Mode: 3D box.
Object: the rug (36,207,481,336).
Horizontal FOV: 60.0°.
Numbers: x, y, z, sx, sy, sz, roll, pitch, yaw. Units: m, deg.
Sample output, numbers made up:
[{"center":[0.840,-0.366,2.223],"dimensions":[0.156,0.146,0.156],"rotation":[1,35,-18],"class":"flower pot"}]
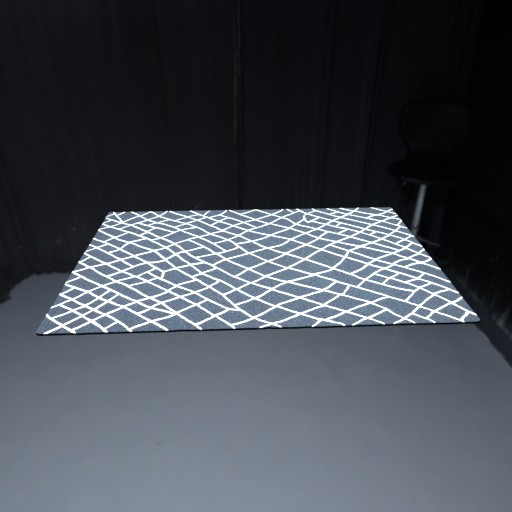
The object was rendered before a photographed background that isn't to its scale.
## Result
[{"center":[0.000,0.000,2.337],"dimensions":[1.830,0.013,1.223],"rotation":[-1,29,-2],"class":"rug"}]
